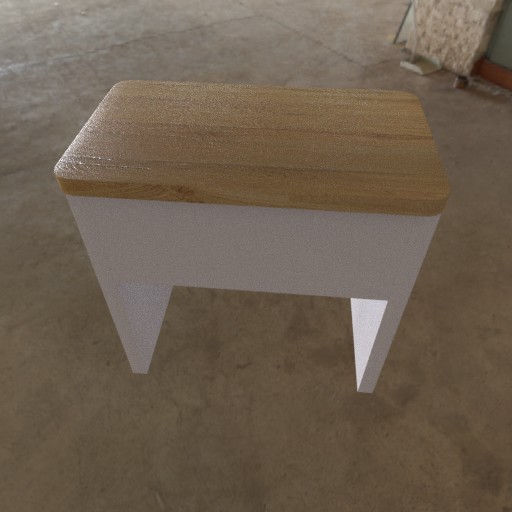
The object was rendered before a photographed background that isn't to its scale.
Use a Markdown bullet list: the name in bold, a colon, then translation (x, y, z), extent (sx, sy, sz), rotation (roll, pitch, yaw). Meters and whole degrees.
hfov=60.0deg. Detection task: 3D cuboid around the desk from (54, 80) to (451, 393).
- **desk**: translation (0.000, 0.000, 1.253), extent (0.760, 0.790, 0.440), rotation (4, 45, 4)
